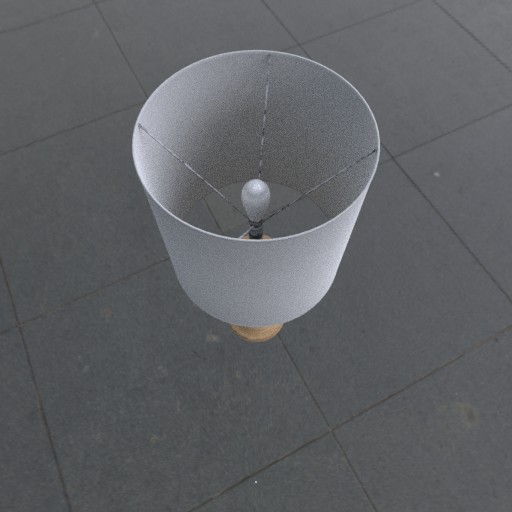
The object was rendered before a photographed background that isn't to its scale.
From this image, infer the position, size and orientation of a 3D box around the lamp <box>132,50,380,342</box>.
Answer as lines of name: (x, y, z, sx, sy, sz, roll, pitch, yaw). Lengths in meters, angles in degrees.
lamp: (0.000, 0.000, 0.578, 0.208, 0.455, 0.208, -11, 64, -6)
